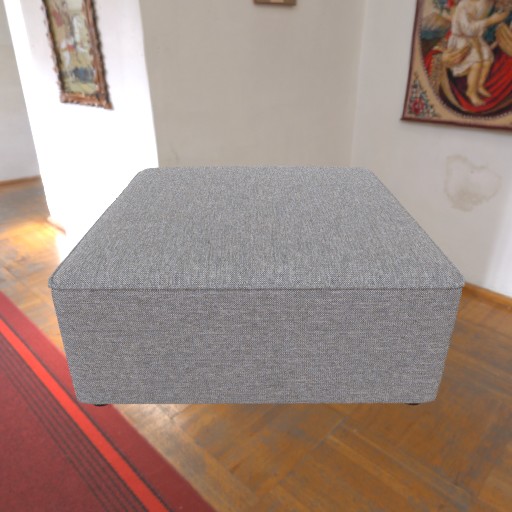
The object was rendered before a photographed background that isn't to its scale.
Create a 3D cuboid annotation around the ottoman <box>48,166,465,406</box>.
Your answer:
[{"bbox_3d":[0.000,0.000,1.549,1.005,0.455,1.005,0,26,0],"label":"ottoman"}]
